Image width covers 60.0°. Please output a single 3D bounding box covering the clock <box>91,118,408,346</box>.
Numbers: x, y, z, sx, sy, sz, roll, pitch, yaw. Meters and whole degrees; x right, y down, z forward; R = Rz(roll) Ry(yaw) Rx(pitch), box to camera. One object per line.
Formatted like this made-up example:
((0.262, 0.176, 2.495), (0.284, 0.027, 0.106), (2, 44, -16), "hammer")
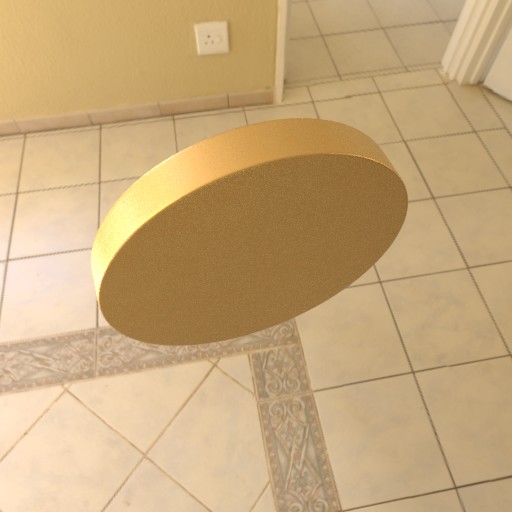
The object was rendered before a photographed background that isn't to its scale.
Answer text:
((0.000, 0.000, 0.452), (0.314, 0.314, 0.040), (-17, 60, -10), "clock")
